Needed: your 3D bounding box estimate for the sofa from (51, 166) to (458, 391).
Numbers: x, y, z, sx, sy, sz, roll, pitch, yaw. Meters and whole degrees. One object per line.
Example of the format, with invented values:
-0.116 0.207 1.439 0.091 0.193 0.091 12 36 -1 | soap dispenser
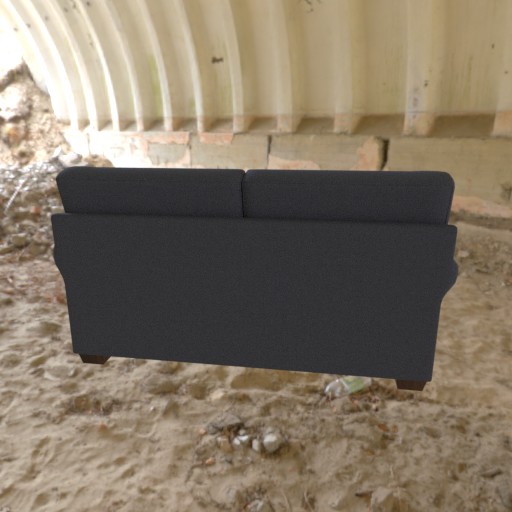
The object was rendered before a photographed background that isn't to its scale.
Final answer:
0.000 0.000 2.485 1.930 1.020 0.940 2 16 8 | sofa
